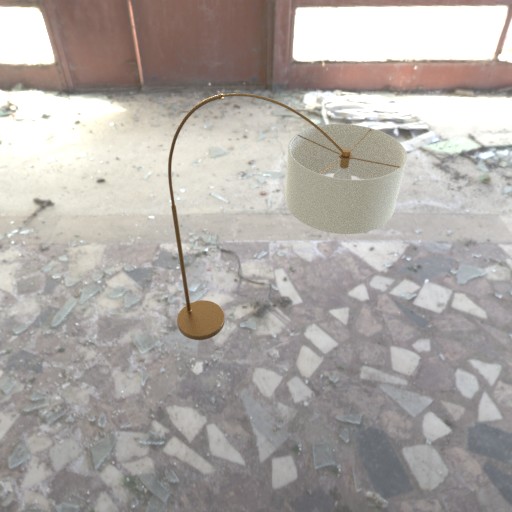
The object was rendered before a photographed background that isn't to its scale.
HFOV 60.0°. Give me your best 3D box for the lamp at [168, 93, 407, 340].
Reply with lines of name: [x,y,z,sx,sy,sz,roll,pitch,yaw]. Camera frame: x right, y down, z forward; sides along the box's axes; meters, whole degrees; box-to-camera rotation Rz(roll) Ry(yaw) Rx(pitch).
lamp: [0.000,0.000,2.626,1.434,1.927,0.493,26,47,26]
